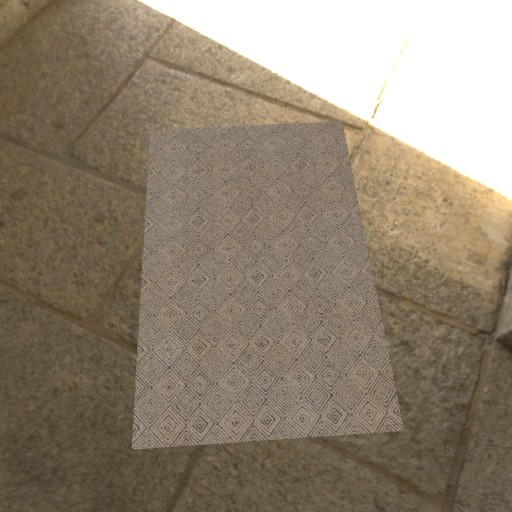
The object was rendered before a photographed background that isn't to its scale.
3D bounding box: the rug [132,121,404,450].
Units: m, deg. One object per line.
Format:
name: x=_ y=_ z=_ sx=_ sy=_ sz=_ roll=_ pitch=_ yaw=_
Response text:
rug: x=0.000 y=0.000 z=2.310 sx=1.175 sy=0.008 sz=1.783 roll=-3 pitch=63 yaw=-2
